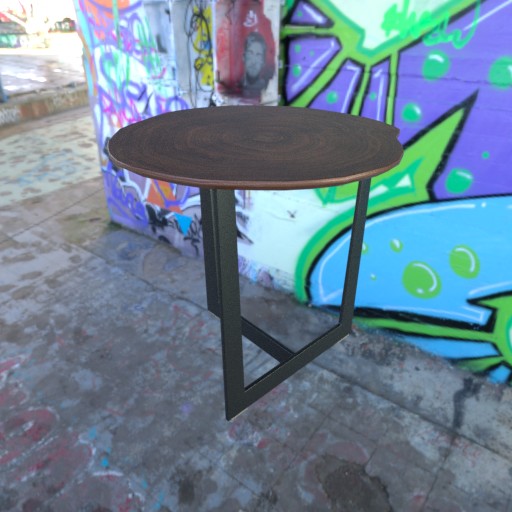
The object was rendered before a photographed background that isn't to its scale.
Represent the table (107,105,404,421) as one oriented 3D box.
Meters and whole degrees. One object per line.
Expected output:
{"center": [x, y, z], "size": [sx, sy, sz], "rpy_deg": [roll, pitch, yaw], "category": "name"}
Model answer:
{"center": [0.000, 0.000, 0.868], "size": [0.494, 0.476, 0.477], "rpy_deg": [20, 36, 31], "category": "table"}
